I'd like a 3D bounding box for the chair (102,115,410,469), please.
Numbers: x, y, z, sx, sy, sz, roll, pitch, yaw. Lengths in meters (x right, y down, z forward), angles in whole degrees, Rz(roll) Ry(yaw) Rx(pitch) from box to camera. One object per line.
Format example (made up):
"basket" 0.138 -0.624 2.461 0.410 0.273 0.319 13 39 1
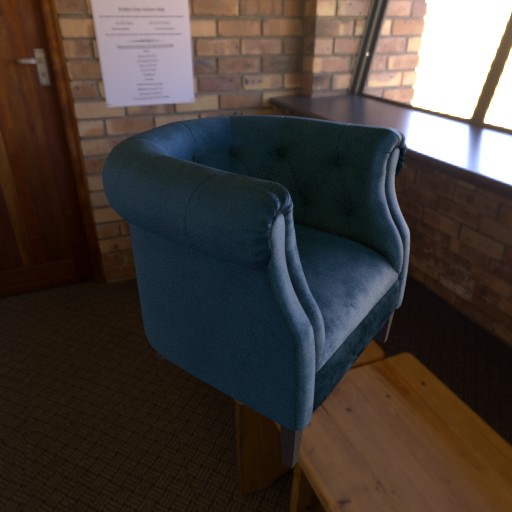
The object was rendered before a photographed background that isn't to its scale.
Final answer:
"chair" 0.000 0.000 1.530 0.851 0.826 0.904 19 33 31
